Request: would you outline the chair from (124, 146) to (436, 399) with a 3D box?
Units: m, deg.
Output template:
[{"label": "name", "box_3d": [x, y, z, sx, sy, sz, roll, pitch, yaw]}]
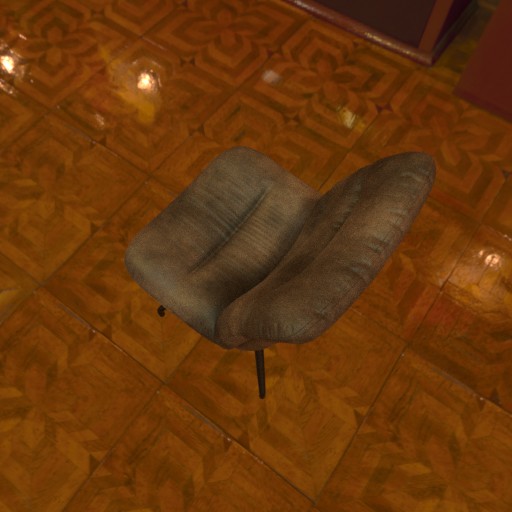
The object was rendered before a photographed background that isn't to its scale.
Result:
[{"label": "chair", "box_3d": [0.000, 0.000, 1.253, 0.622, 0.870, 0.549, 36, 70, 15]}]
